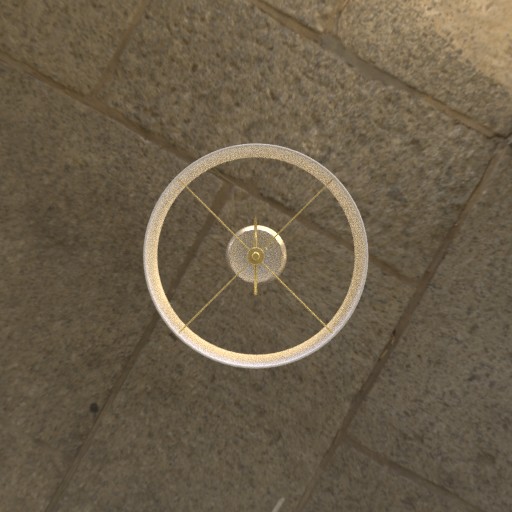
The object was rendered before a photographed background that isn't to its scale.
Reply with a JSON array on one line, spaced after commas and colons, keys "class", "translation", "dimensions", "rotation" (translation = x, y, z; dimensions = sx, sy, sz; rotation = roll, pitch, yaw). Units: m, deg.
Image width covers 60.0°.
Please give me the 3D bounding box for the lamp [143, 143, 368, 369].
[{"class": "lamp", "translation": [0.000, 0.000, 0.804], "dimensions": [0.328, 0.612, 0.328], "rotation": [0, 90, 0]}]
